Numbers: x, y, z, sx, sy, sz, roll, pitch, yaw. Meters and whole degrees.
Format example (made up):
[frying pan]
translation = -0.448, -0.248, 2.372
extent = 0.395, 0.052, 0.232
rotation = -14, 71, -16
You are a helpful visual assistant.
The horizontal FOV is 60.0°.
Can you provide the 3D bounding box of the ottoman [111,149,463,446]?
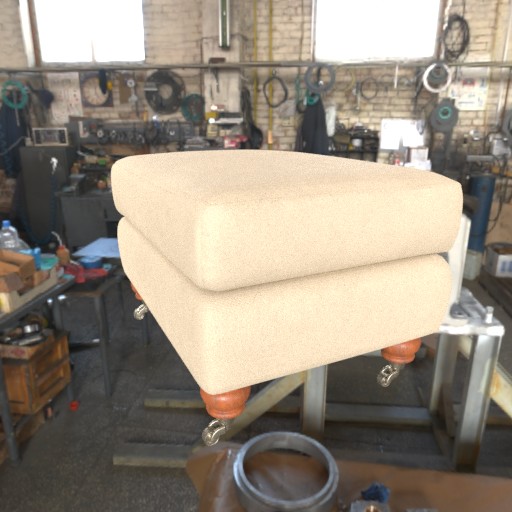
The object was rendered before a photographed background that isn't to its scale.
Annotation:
[ottoman]
translation = 0.000, 0.000, 1.117
extent = 0.569, 0.504, 0.773
rotation = -8, 19, -25
